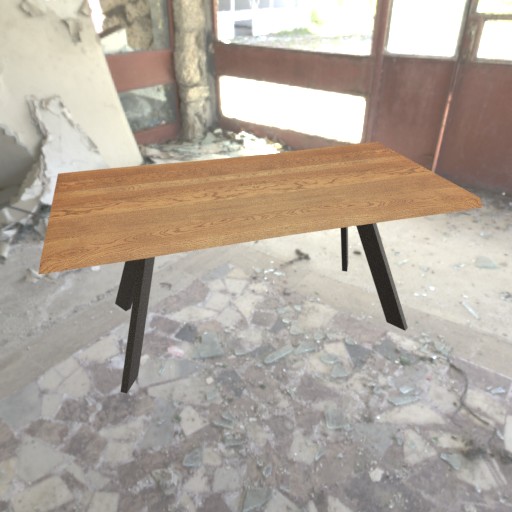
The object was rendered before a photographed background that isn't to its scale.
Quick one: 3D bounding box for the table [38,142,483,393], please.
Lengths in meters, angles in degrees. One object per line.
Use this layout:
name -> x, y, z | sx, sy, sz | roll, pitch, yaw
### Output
table -> 0.000, 0.000, 2.255 | 1.800, 0.770, 0.900 | -9, 32, -15
